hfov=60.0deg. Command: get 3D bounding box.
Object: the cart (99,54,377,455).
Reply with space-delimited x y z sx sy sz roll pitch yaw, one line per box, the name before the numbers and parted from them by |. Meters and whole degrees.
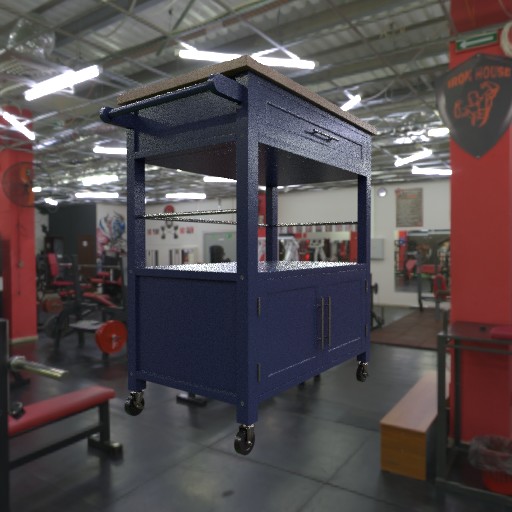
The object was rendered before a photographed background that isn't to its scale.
cart | 0.000 0.000 1.388 0.459 0.901 0.840 1 2 36
